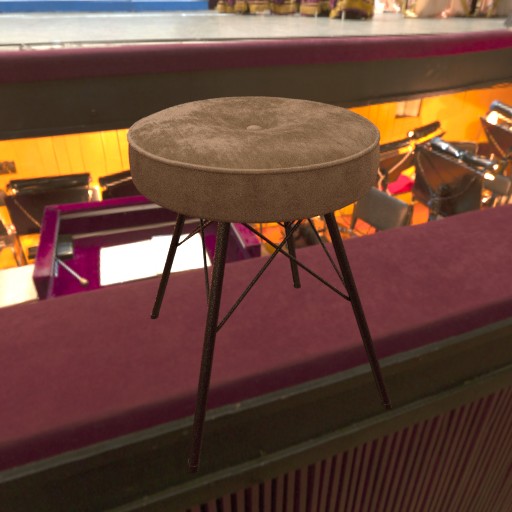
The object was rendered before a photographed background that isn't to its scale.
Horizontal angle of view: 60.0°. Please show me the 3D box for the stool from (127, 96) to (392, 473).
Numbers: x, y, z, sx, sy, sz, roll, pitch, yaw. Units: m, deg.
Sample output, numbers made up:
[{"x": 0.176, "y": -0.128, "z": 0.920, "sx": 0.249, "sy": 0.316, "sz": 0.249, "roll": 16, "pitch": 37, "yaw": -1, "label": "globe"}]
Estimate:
[{"x": 0.000, "y": 0.000, "z": 0.867, "sx": 0.423, "sy": 0.538, "sz": 0.457, "roll": -11, "pitch": 33, "yaw": -17, "label": "stool"}]
